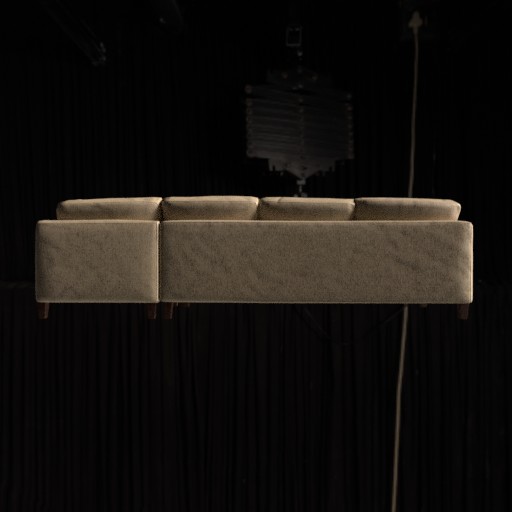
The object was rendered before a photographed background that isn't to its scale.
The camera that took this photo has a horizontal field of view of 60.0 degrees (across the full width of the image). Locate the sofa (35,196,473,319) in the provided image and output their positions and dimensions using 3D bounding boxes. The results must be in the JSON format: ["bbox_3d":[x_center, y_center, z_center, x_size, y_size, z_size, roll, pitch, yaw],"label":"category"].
[{"bbox_3d":[0.000,0.000,4.547,3.302,0.947,2.593,0,0,1],"label":"sofa"}]
